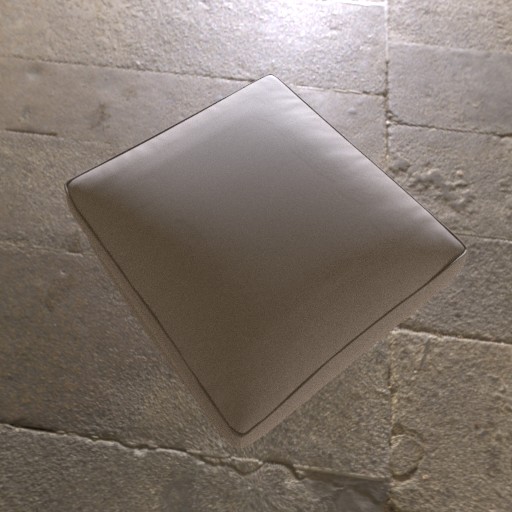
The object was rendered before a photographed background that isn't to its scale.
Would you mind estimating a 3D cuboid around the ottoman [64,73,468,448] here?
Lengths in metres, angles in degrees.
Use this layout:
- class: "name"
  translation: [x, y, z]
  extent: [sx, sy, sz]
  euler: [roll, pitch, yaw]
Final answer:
- class: "ottoman"
  translation: [0.000, 0.000, 1.141]
  extent: [0.662, 0.505, 0.721]
  euler: [-34, 68, -16]
